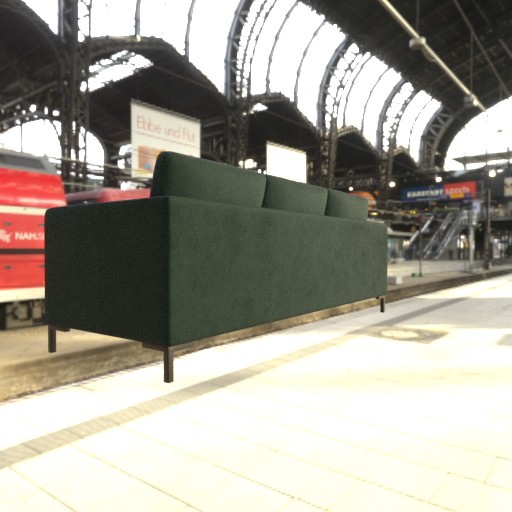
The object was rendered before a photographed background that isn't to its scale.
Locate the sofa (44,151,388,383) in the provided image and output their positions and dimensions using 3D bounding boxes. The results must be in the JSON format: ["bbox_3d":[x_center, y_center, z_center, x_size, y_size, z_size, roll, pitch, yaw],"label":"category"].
[{"bbox_3d":[0.000,0.000,2.693,0.859,0.870,2.218,1,1,36],"label":"sofa"}]
